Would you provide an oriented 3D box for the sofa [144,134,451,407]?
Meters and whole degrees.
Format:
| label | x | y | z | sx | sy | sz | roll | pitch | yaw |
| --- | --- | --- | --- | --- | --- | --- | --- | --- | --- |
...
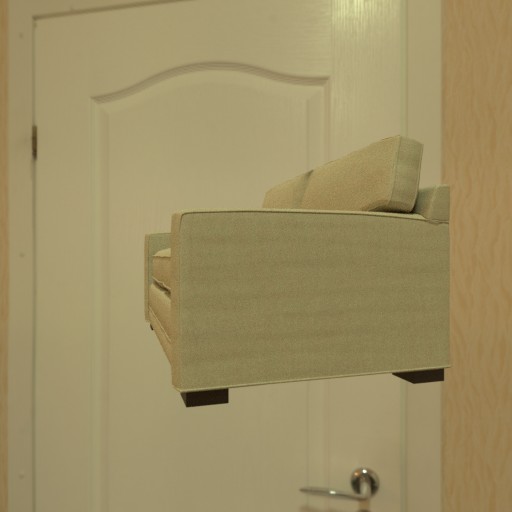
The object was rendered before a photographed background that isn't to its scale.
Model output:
| label | x | y | z | sx | sy | sz | roll | pitch | yaw |
| --- | --- | --- | --- | --- | --- | --- | --- | --- | --- |
| sofa | 0.000 | 0.000 | 2.077 | 0.942 | 0.853 | 1.484 | 0 | 0 | -17 |
